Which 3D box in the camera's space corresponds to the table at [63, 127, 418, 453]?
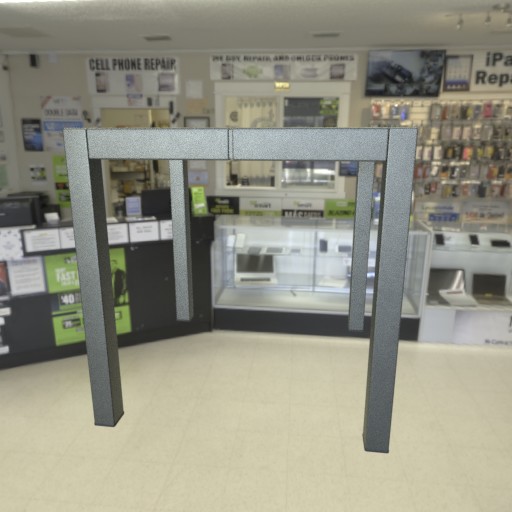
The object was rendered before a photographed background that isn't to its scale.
[{"bbox_3d":[0.000,0.000,0.927,0.508,0.508,0.508,2,15,8],"label":"table"}]
